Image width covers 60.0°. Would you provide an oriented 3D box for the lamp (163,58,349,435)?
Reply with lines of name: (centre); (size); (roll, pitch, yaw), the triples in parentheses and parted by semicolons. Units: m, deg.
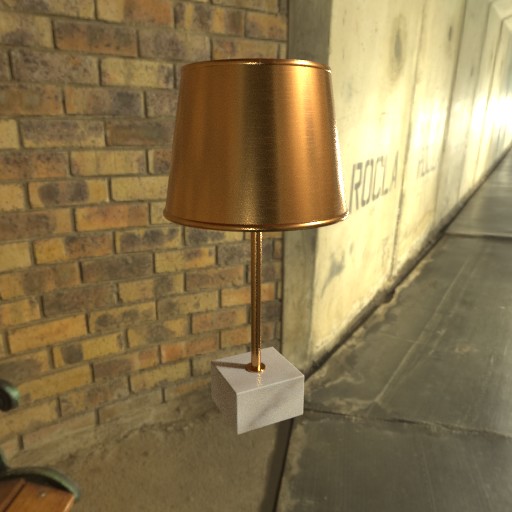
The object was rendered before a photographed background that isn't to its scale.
lamp: (0.000, 0.000, 0.520); (0.208, 0.406, 0.208); (0, 16, 0)
